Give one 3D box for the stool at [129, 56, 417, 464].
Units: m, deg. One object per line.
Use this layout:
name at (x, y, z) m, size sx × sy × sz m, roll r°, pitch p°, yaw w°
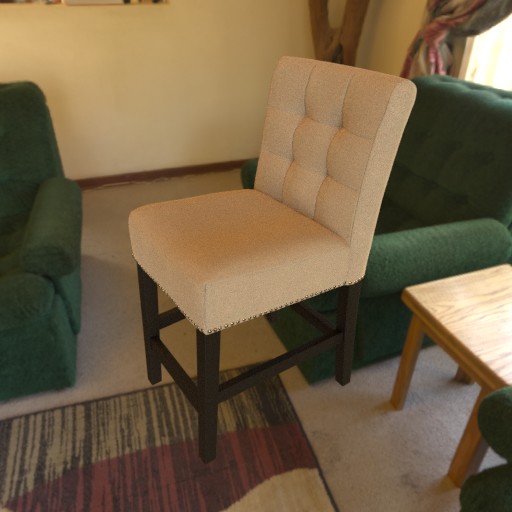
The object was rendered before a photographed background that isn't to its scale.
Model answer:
stool at (0.000, 0.000, 1.160) m, size 0.571 × 0.885 × 0.427 m, roll -21°, pitch 38°, yaw -30°
